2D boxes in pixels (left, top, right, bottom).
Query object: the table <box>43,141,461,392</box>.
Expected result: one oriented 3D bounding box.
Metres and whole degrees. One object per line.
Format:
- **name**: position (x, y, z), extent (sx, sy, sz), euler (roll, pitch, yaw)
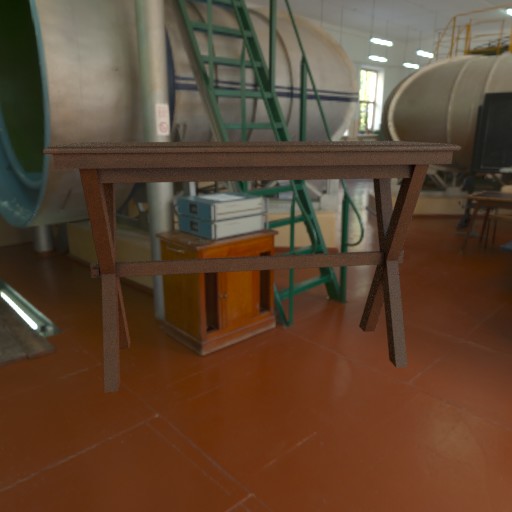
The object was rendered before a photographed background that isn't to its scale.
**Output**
- **table**: position (0.000, 0.000, 1.549), extent (1.197, 0.763, 0.399), euler (-2, 16, -8)
